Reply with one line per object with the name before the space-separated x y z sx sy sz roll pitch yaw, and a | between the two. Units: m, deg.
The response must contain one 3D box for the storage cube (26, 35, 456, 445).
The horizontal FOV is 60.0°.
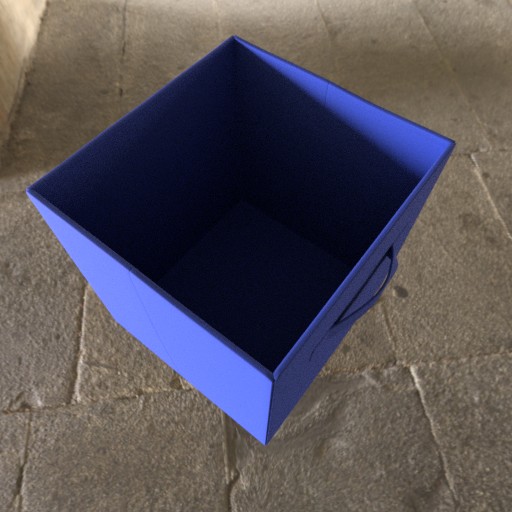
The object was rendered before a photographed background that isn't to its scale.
storage cube | 0.000 0.000 0.487 0.270 0.280 0.270 34 65 18
